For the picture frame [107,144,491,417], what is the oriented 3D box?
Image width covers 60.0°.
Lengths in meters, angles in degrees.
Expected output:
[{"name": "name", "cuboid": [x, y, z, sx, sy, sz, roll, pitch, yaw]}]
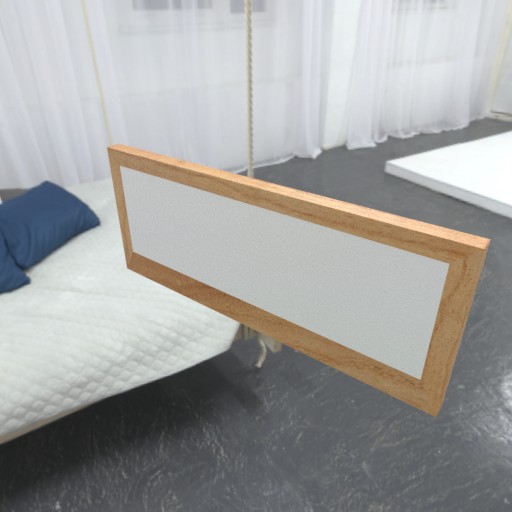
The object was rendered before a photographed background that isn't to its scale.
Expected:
[{"name": "picture frame", "cuboid": [0.000, 0.000, 0.650, 0.582, 0.234, 0.045, 20, 35, 32]}]
